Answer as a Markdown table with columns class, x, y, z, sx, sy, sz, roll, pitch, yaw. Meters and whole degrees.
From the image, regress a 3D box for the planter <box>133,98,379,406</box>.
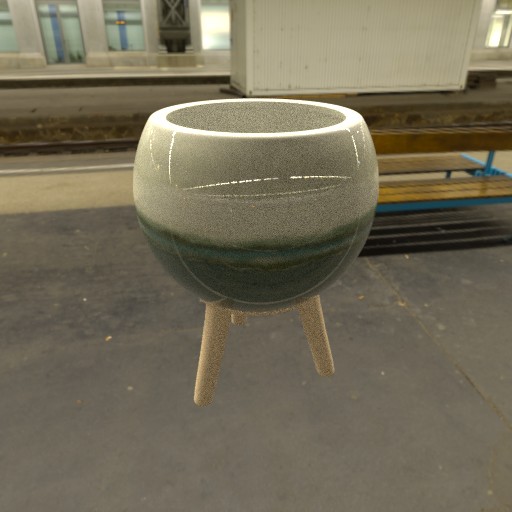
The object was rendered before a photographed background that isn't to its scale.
| class | x | y | z | sx | sy | sz | roll | pitch | yaw |
| --- | --- | --- | --- | --- | --- | --- | --- | --- | --- |
| planter | 0.000 | 0.000 | 0.447 | 0.222 | 0.278 | 0.222 | 0 | 27 | 0 |
